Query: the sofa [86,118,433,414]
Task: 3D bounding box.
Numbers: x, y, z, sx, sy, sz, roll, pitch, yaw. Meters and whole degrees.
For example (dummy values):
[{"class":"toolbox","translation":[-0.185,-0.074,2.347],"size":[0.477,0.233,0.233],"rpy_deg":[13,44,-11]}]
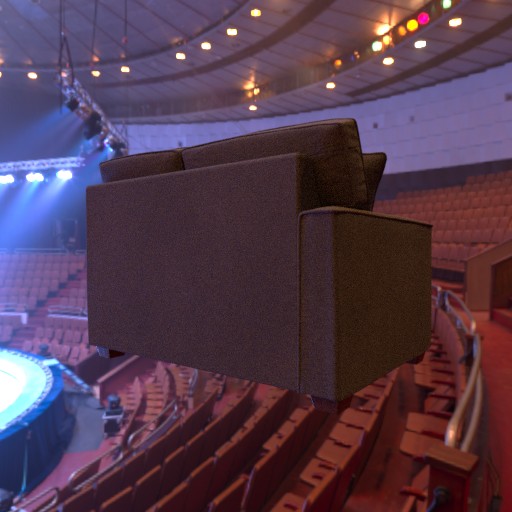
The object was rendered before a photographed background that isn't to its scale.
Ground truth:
[{"class":"sofa","translation":[0.000,0.000,2.130],"size":[1.388,0.989,0.991],"rpy_deg":[0,1,37]}]
